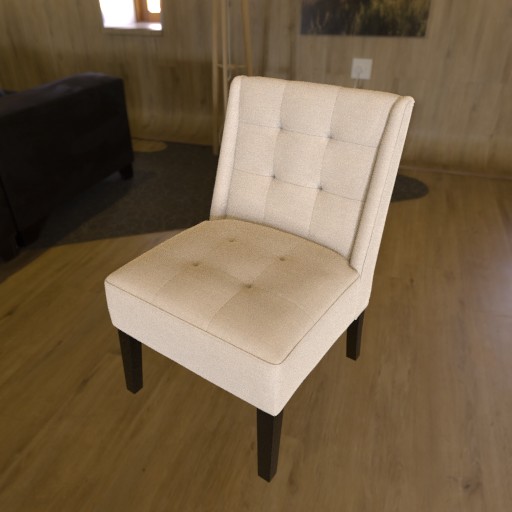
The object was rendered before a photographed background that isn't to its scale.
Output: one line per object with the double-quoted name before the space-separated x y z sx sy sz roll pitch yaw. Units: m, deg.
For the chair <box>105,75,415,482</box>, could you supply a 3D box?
"chair" 0.000 0.000 1.271 0.569 0.853 0.676 20 37 29
